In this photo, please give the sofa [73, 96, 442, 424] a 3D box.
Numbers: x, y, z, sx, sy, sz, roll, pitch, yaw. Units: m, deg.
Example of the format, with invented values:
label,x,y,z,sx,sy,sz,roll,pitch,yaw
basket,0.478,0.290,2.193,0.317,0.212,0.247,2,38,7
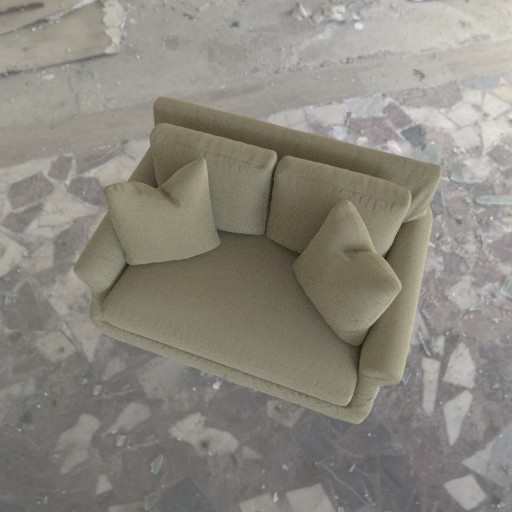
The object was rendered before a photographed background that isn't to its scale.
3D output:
label,x,y,z,sx,sy,sz,roll,pitch,yaw
sofa,0.000,0.000,2.176,1.550,0.905,1.070,17,60,10
